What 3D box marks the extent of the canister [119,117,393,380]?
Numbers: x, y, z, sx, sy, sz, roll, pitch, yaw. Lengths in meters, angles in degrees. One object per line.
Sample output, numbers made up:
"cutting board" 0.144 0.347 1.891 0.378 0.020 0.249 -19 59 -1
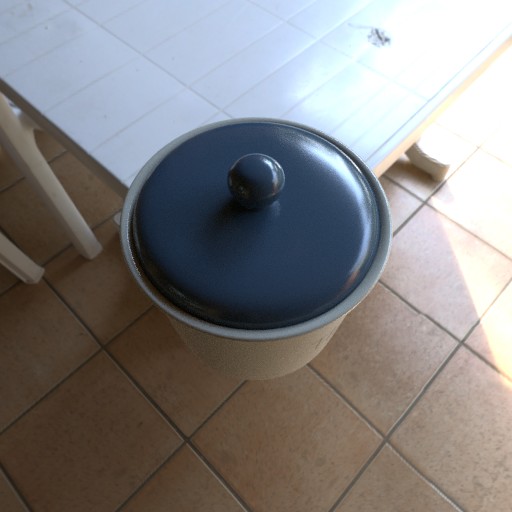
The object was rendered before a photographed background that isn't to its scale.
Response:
"canister" 0.000 0.000 0.348 0.182 0.208 0.182 0 59 0
